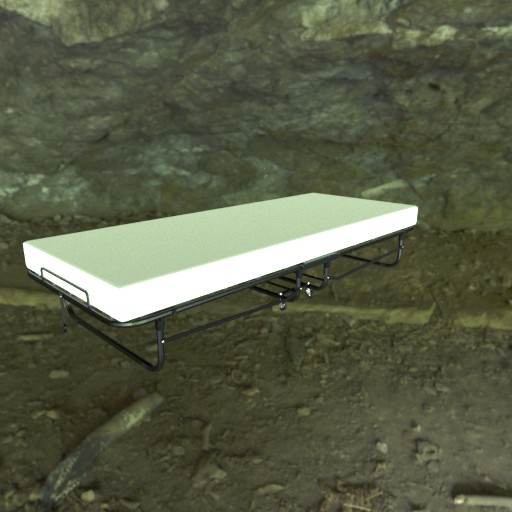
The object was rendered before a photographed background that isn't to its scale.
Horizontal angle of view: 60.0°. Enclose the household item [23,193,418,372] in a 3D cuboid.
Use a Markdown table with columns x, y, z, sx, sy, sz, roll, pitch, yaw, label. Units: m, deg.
| x | y | z | sx | sy | sz | roll | pitch | yaw | label |
| --- | --- | --- | --- | --- | --- | --- | --- | --- | --- |
| 0.000 | 0.000 | 2.159 | 0.787 | 0.356 | 1.905 | 15 | 22 | 42 | household item |
